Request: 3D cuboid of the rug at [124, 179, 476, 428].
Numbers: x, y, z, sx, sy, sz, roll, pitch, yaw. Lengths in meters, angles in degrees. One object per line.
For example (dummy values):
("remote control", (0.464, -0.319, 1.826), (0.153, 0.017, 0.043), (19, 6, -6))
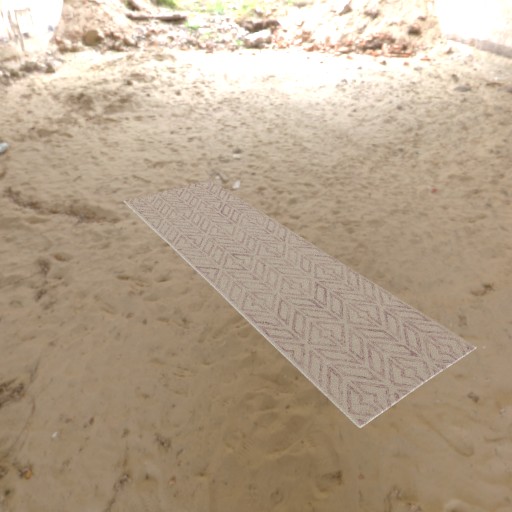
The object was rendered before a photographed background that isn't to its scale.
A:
("rug", (0.000, 0.000, 2.678), (0.750, 0.009, 2.435), (-20, 37, -29))
